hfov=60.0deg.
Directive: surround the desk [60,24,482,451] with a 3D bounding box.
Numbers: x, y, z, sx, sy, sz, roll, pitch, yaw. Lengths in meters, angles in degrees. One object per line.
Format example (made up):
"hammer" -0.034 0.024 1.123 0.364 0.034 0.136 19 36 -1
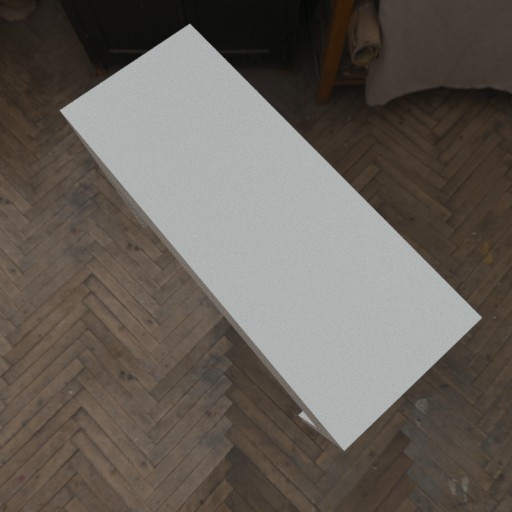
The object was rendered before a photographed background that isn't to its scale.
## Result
"desk" 0.000 0.000 1.383 0.400 0.790 1.000 -39 77 -11
